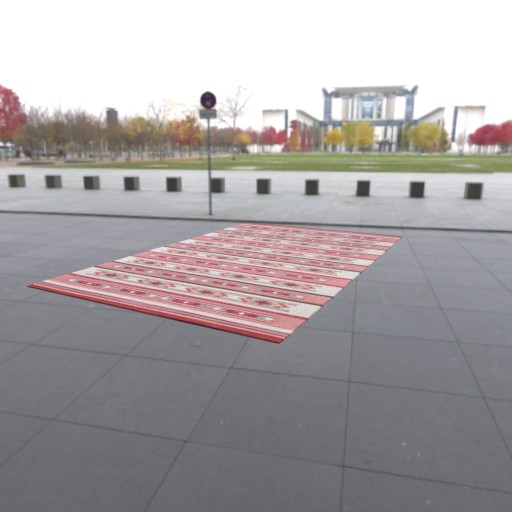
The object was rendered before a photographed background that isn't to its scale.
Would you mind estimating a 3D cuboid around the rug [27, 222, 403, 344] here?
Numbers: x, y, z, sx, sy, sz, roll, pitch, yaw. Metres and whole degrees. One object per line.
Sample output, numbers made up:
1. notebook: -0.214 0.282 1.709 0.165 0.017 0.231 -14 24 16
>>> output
1. rug: 0.000 0.000 3.099 1.535 0.010 2.431 7 15 28
